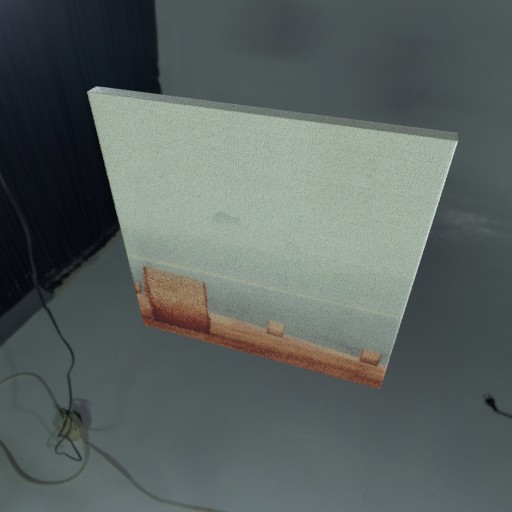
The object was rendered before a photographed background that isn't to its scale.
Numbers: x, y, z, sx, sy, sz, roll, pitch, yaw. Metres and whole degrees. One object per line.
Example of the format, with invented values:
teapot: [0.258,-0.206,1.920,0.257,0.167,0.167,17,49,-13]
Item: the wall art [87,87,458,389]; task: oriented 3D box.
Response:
wall art: [0.000,0.000,1.128,0.760,0.760,0.042,12,42,14]
